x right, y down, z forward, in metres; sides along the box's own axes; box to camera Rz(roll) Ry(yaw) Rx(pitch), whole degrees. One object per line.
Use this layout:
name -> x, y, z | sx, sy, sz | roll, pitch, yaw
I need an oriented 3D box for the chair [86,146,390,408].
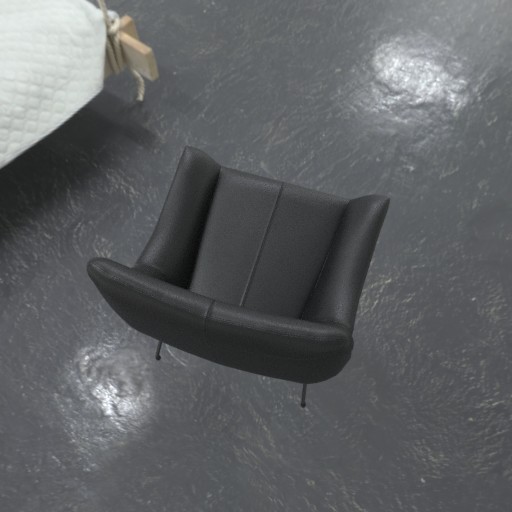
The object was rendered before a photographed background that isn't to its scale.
chair -> 0.000, 0.000, 1.591 | 0.836, 0.922, 0.826 | 16, 66, 7
